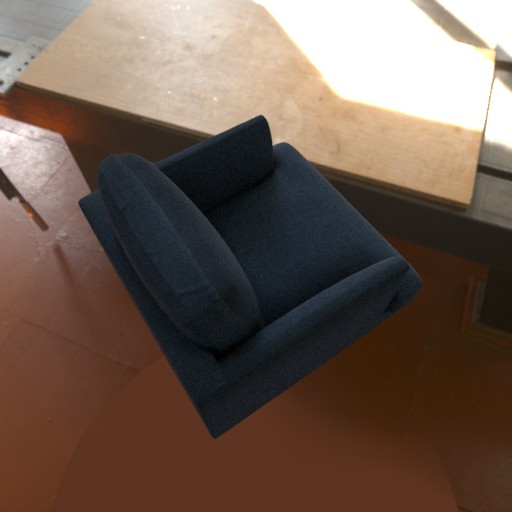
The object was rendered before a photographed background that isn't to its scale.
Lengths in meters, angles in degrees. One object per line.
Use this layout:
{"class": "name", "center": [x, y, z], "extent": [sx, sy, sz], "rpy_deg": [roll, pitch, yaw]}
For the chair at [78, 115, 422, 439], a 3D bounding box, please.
{"class": "chair", "center": [0.000, 0.000, 1.616], "extent": [0.899, 0.957, 0.858], "rpy_deg": [-30, 63, -17]}
